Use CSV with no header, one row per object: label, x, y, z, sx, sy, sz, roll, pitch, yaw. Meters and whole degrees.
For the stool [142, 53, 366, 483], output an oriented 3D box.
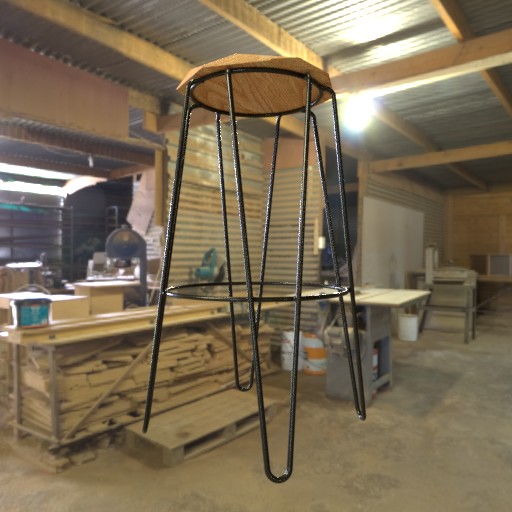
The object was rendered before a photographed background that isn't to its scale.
stool,0.000,0.000,0.792,0.326,0.610,0.326,1,1,37
